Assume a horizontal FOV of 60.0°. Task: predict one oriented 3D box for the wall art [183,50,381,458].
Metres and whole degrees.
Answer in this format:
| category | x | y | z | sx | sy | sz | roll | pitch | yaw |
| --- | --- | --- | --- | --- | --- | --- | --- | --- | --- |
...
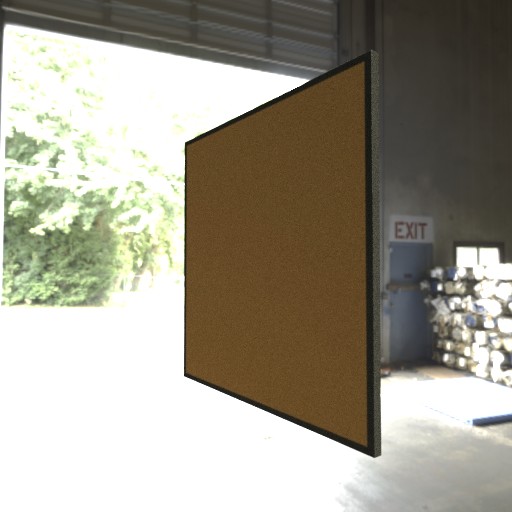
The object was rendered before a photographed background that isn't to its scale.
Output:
| category | x | y | z | sx | sy | sz | roll | pitch | yaw |
| --- | --- | --- | --- | --- | --- | --- | --- | --- | --- |
| wall art | 0.000 | 0.000 | 1.201 | 0.022 | 0.803 | 0.805 | 1 | -2 | -36 |
